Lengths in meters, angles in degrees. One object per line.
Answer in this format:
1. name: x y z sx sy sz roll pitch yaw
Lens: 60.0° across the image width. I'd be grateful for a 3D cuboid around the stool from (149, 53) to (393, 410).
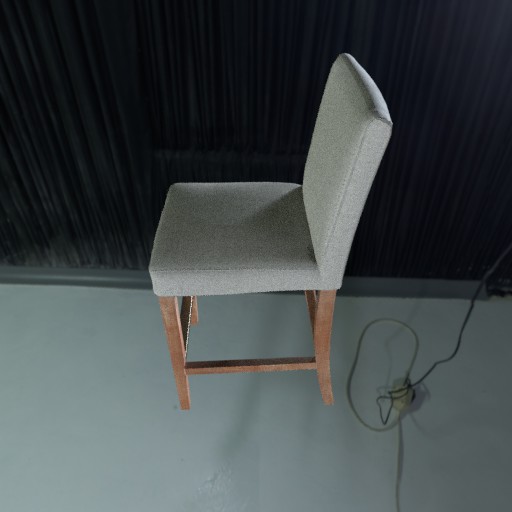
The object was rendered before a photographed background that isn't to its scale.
1. stool: 0.000 0.000 1.393 0.570 1.088 0.439 -1 41 -1
